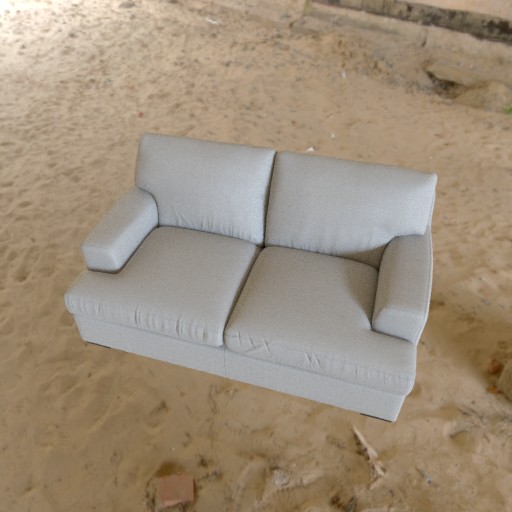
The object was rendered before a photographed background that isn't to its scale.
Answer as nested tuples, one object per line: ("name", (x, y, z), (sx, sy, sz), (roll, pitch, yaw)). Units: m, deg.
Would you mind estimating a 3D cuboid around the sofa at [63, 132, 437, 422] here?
("sofa", (0.000, 0.000, 2.518), (1.880, 0.940, 1.143), (11, 41, 13))
